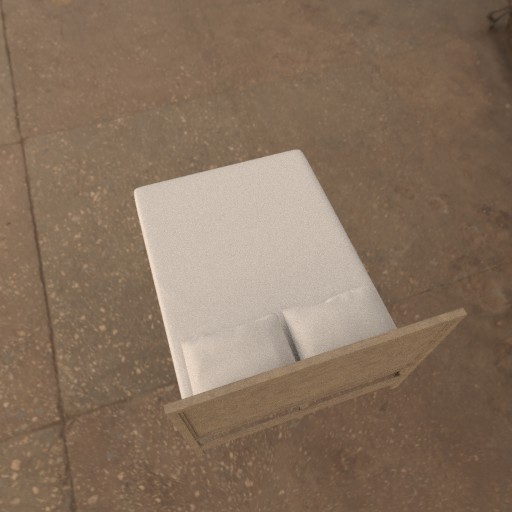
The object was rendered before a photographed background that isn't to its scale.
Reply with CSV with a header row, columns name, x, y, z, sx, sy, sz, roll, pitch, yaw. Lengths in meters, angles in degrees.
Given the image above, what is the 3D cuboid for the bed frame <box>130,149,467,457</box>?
name,x,y,z,sx,sy,sz,roll,pitch,yaw
bed frame,0.000,0.000,3.315,1.606,1.369,2.189,-16,59,-10
